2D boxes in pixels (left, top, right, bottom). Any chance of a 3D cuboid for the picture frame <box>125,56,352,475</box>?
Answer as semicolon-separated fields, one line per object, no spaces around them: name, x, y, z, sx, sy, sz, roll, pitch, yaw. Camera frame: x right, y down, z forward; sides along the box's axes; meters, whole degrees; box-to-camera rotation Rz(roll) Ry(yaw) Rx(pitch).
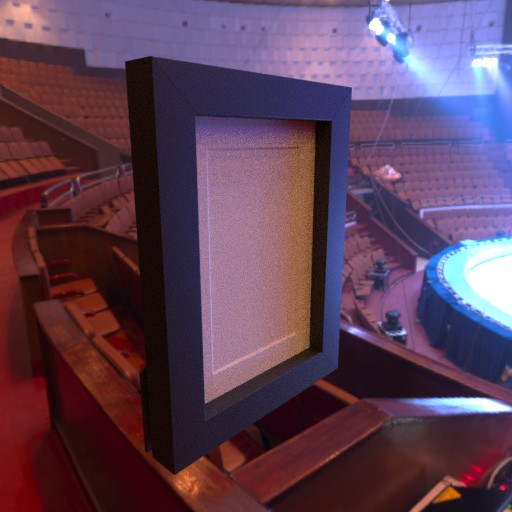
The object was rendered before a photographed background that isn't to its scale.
picture frame;0.000;0.000;0.276;0.028;0.208;0.157;13;20;41
